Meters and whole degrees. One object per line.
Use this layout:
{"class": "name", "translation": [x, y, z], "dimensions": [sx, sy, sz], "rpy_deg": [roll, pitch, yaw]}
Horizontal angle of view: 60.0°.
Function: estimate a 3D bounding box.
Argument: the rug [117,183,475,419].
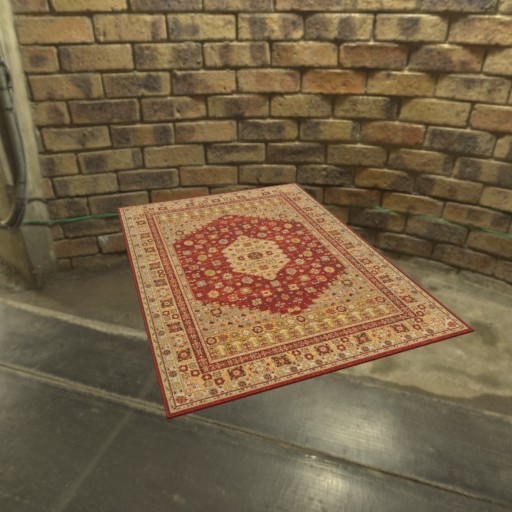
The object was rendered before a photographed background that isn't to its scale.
{"class": "rug", "translation": [0.000, 0.000, 2.944], "dimensions": [1.593, 0.013, 2.211], "rpy_deg": [-11, 32, -17]}
